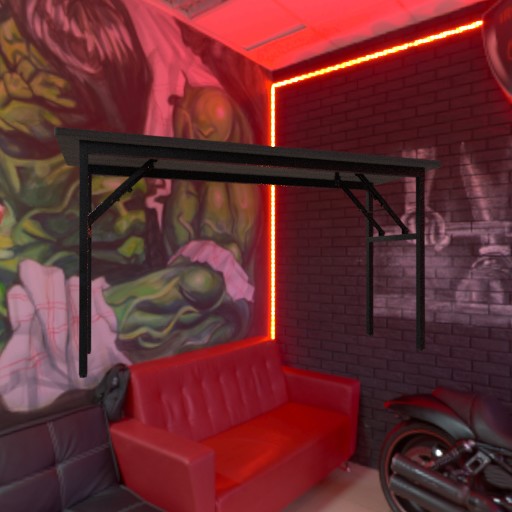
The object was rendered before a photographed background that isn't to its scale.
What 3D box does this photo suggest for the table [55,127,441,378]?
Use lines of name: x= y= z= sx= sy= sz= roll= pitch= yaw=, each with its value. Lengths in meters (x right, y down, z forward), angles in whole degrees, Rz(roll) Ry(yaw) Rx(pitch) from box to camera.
table: x=0.000 y=0.000 z=1.732 sx=1.399 sy=0.750 sz=0.449 roll=0 pitch=-1 yaw=-19
